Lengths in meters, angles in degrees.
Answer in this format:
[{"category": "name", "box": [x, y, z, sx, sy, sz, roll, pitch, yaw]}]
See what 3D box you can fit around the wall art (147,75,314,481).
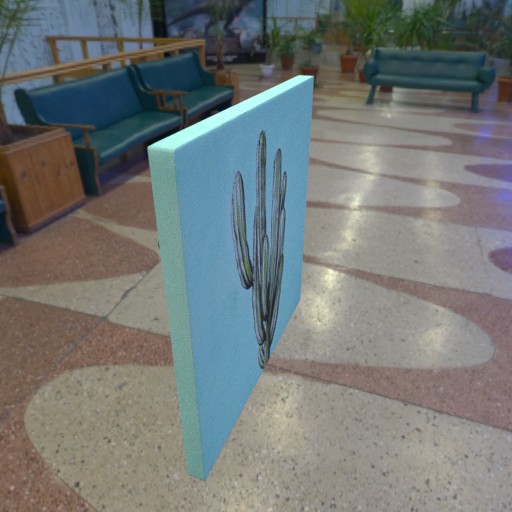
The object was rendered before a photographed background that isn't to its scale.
[{"category": "wall art", "box": [0.000, 0.000, 1.131, 0.054, 0.766, 0.765, 11, 32, 18]}]
